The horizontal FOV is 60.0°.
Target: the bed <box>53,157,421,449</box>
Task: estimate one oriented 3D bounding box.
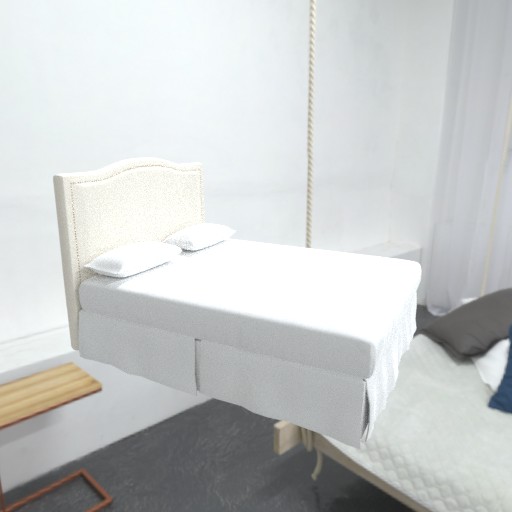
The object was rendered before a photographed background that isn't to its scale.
[{"bbox_3d":[0.000,0.000,3.419,2.282,1.436,1.821,8,17,26],"label":"bed"}]
